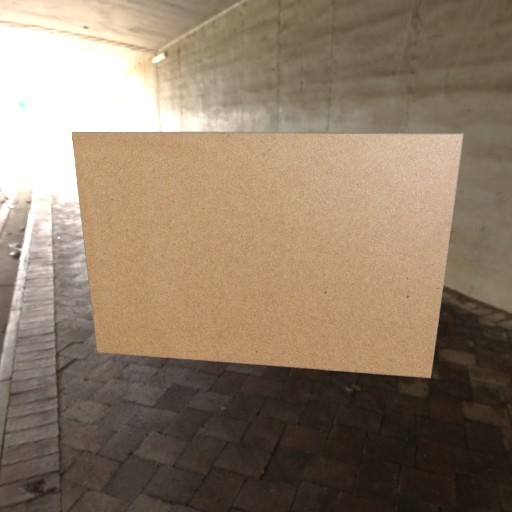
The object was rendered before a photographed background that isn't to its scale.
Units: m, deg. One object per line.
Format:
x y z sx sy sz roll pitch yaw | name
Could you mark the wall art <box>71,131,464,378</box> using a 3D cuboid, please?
0.000 0.000 0.759 0.615 0.410 0.021 2 17 8 | wall art
